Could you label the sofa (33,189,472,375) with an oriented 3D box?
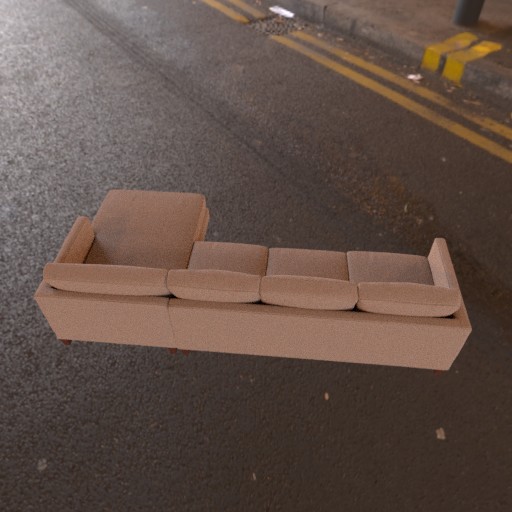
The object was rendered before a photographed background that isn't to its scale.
[{"bbox_3d":[0.000,0.000,3.903,3.186,0.861,1.625,4,46,4],"label":"sofa"}]
